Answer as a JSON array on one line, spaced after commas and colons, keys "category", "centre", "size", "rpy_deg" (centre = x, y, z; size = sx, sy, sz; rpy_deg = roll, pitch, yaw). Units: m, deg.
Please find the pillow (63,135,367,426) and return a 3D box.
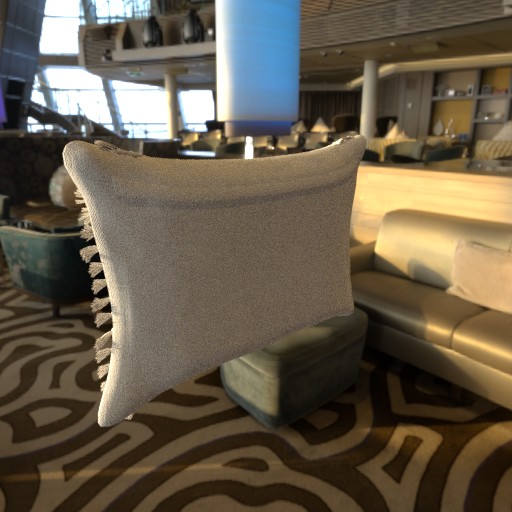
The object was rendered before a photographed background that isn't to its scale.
[{"category": "pillow", "centre": [0.000, 0.000, 0.582], "size": [0.466, 0.305, 0.084], "rpy_deg": [-15, 22, -41]}]
